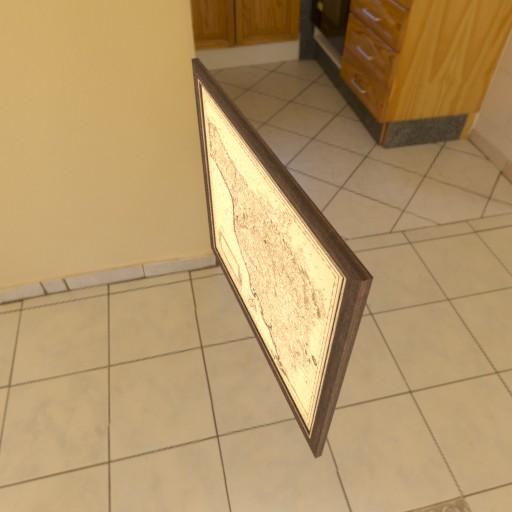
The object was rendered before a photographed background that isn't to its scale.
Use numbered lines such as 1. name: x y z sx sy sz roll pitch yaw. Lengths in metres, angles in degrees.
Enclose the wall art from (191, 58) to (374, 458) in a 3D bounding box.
1. wall art: 0.000 0.000 1.437 0.023 0.875 1.033 -17 49 -16
